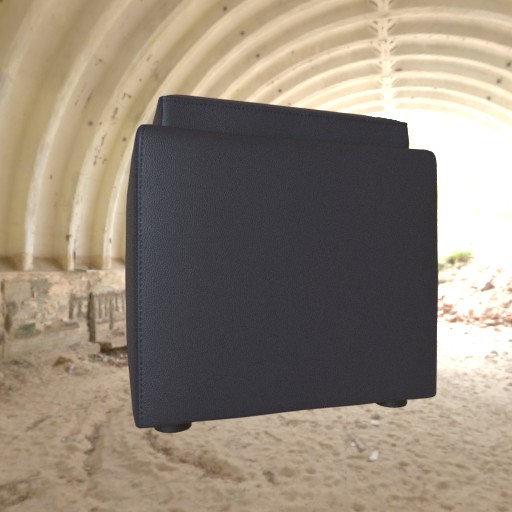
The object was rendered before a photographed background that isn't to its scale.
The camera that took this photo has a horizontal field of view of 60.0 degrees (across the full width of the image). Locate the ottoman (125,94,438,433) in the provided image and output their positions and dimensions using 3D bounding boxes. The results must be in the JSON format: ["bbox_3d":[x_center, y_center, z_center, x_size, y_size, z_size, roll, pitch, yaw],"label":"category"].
[{"bbox_3d":[0.000,0.000,0.803,0.450,0.460,0.451,0,-1,-17],"label":"ottoman"}]
